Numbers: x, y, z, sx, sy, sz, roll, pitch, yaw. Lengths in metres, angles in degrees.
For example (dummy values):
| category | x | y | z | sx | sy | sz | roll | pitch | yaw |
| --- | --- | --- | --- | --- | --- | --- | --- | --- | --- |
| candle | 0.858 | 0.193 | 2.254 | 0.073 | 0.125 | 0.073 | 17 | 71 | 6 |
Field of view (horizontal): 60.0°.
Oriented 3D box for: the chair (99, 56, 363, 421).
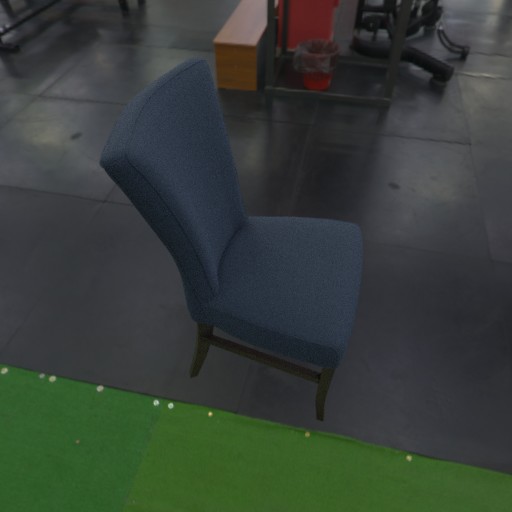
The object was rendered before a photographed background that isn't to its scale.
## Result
| category | x | y | z | sx | sy | sz | roll | pitch | yaw |
| --- | --- | --- | --- | --- | --- | --- | --- | --- | --- |
| chair | 0.000 | 0.000 | 1.380 | 0.660 | 0.991 | 0.520 | 11 | 48 | 10 |
